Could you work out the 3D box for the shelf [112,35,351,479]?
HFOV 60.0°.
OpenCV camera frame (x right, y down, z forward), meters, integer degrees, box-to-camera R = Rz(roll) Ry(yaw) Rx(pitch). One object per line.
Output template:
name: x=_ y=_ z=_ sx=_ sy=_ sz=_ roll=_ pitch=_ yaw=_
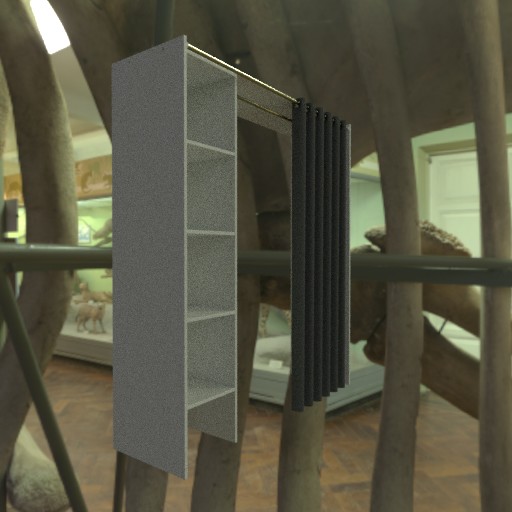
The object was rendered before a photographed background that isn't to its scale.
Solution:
shelf: x=0.000 y=0.000 z=2.578 sx=0.500 sy=1.810 sz=1.600 roll=1 pitch=1 yaw=36
